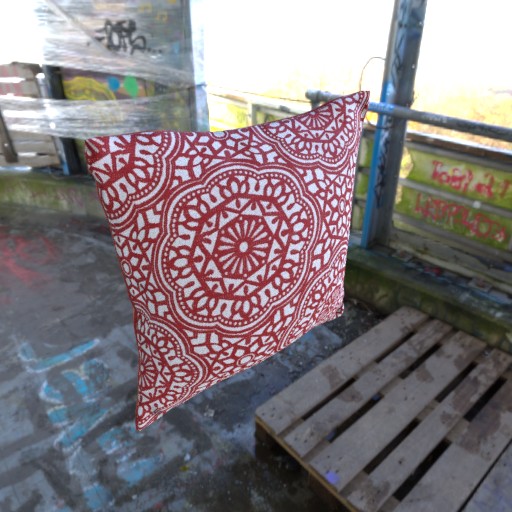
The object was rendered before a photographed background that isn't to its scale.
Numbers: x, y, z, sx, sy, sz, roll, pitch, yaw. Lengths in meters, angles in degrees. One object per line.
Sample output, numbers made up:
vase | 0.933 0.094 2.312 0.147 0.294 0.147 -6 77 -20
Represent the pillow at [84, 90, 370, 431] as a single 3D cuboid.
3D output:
pillow | 0.000 0.000 0.650 0.438 0.419 0.162 -22 36 -33
